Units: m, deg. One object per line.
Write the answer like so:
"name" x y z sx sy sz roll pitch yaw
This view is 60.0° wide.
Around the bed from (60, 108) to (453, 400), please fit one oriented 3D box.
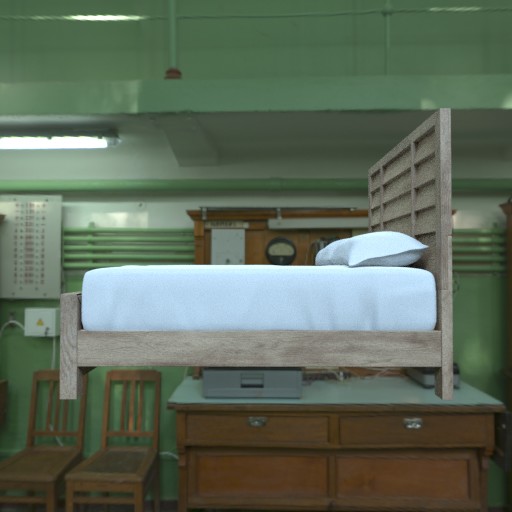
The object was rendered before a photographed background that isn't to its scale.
"bed" 0.000 0.000 3.282 2.197 1.626 1.626 0 -1 0
